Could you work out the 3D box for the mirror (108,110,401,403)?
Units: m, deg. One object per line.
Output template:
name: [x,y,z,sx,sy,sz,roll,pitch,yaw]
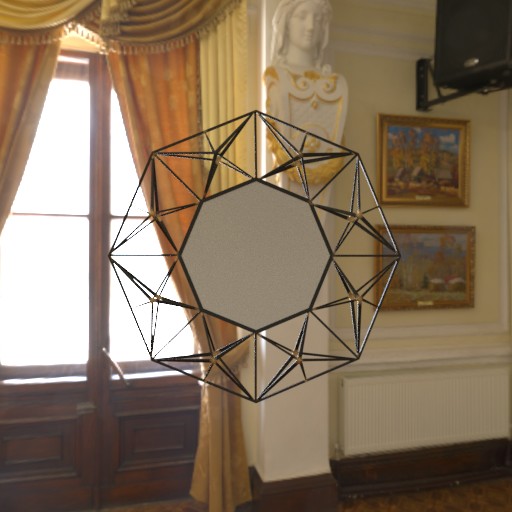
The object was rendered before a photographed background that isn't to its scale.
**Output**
mirror: [0.000,0.000,1.074,0.710,0.710,0.094,0,-1,-2]
